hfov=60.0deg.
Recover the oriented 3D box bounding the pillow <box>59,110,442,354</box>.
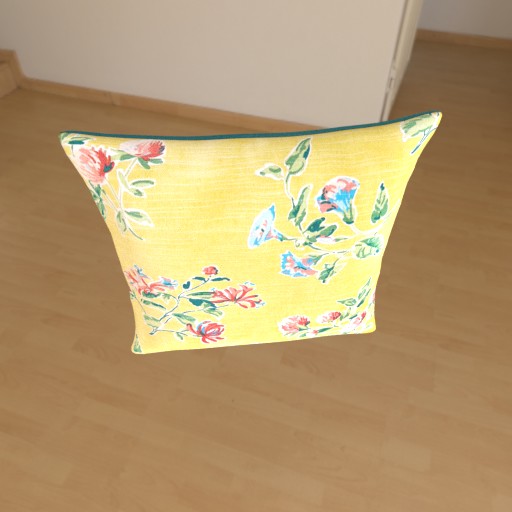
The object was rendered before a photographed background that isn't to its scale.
[{"bbox_3d":[0.000,0.000,0.776,0.525,0.508,0.166,-4,45,-4],"label":"pillow"}]
